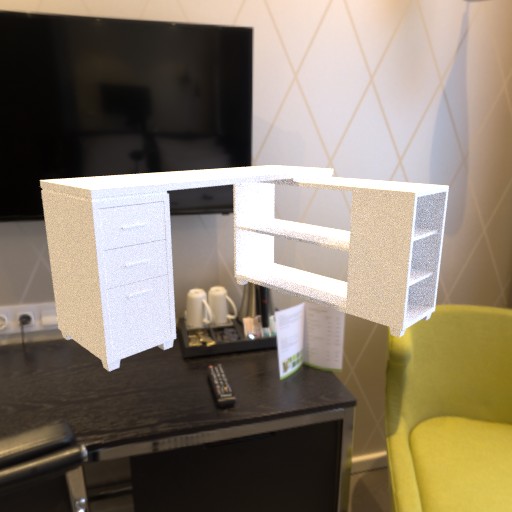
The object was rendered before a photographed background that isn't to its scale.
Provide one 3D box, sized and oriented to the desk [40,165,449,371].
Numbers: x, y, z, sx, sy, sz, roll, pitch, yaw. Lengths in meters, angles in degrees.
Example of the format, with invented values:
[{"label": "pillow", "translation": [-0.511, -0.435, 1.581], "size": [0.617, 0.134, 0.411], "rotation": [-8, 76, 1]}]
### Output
[{"label": "desk", "translation": [0.000, 0.000, 2.185], "size": [1.199, 0.759, 1.524], "rotation": [15, 21, 43]}]
